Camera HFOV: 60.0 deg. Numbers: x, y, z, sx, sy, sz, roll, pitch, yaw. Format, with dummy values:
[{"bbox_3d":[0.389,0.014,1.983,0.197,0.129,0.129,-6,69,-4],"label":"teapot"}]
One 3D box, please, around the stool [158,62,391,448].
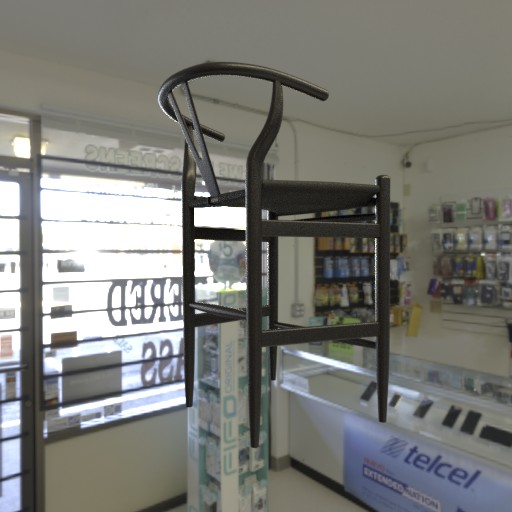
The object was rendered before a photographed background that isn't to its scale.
[{"bbox_3d":[0.000,0.000,1.356,0.579,0.970,0.569,0,0,-35],"label":"stool"}]
